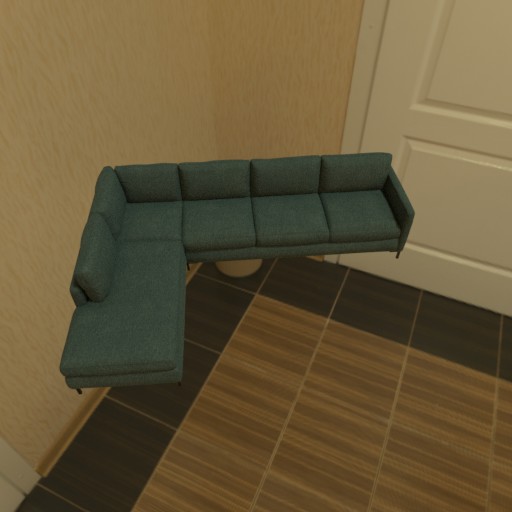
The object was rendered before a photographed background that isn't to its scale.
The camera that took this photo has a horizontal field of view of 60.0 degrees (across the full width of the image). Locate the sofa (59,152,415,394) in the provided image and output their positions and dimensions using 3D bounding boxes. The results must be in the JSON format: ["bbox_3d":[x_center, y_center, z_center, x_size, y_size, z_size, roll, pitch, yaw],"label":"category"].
[{"bbox_3d":[0.000,0.000,3.843,2.949,0.815,2.007,-4,46,-3],"label":"sofa"}]
